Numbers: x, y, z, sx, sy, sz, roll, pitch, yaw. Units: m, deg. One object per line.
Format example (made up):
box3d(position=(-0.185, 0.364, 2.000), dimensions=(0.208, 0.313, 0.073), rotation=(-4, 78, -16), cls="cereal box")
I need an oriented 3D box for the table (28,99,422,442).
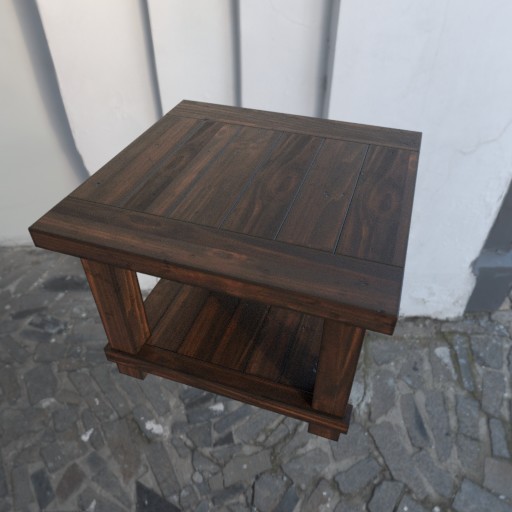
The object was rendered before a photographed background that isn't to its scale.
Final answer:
box3d(position=(0.000, 0.000, 1.021), dimensions=(0.606, 0.437, 0.593), rotation=(13, 42, 14), cls="table")
